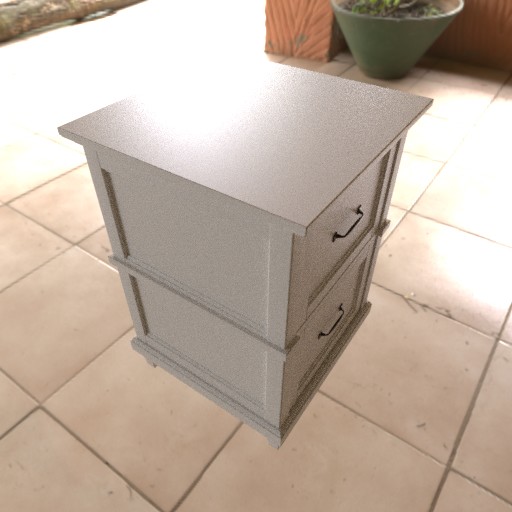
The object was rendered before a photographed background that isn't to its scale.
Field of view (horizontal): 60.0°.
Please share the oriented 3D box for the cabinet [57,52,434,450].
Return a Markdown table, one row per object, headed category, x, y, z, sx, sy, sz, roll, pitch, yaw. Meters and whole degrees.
| category | x | y | z | sx | sy | sz | roll | pitch | yaw |
| --- | --- | --- | --- | --- | --- | --- | --- | --- | --- |
| cabinet | 0.000 | 0.000 | 1.150 | 0.547 | 0.775 | 0.544 | 25 | 47 | 25 |
